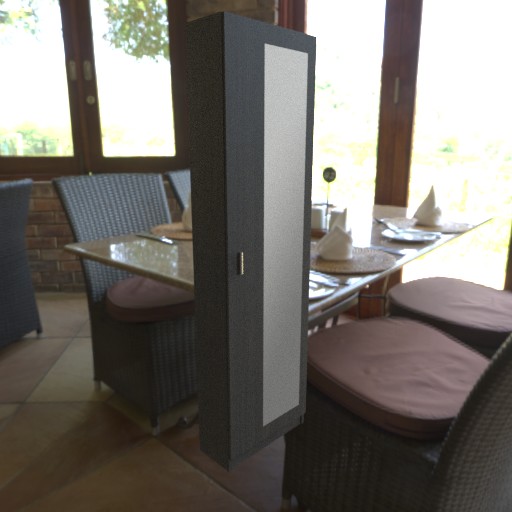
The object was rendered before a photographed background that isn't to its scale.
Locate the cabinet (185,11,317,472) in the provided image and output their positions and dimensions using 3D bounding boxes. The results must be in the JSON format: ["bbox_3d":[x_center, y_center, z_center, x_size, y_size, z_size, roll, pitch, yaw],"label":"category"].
[{"bbox_3d":[0.000,0.000,1.916,0.500,1.790,0.230,-13,19,-43],"label":"cabinet"}]
